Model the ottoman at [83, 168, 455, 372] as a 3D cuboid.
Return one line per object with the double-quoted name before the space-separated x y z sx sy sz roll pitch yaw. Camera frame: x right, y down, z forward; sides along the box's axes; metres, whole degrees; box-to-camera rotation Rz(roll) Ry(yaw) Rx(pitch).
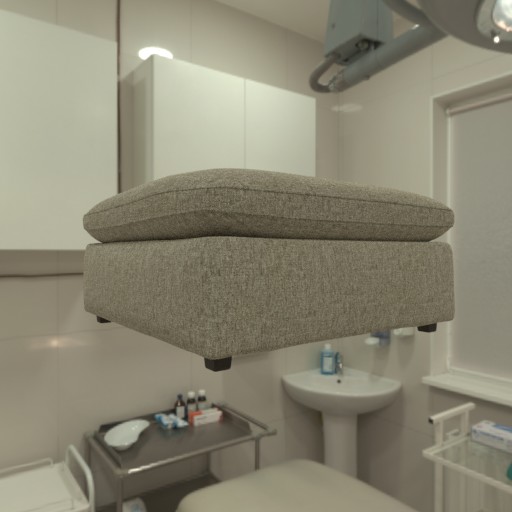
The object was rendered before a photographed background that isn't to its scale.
"ottoman" 0.000 0.000 1.647 1.035 0.526 1.039 0 1 -36
